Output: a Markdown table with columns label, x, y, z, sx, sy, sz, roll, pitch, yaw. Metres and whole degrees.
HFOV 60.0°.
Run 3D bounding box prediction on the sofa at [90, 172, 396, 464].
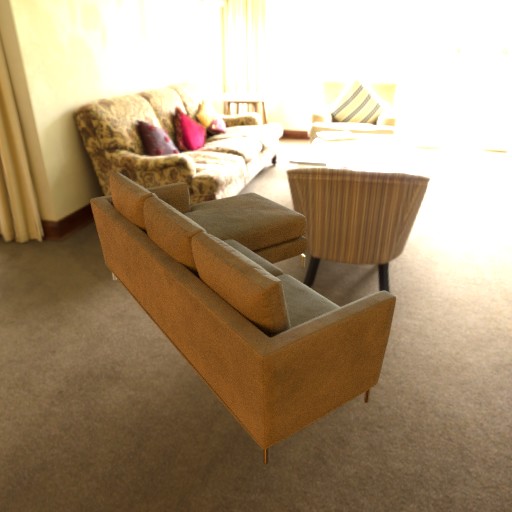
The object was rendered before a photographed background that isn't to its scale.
| label | x | y | z | sx | sy | sz | roll | pitch | yaw |
| --- | --- | --- | --- | --- | --- | --- | --- | --- | --- |
| sofa | 0.000 | 0.000 | 3.239 | 1.622 | 0.987 | 2.438 | -17 | 31 | -31 |
